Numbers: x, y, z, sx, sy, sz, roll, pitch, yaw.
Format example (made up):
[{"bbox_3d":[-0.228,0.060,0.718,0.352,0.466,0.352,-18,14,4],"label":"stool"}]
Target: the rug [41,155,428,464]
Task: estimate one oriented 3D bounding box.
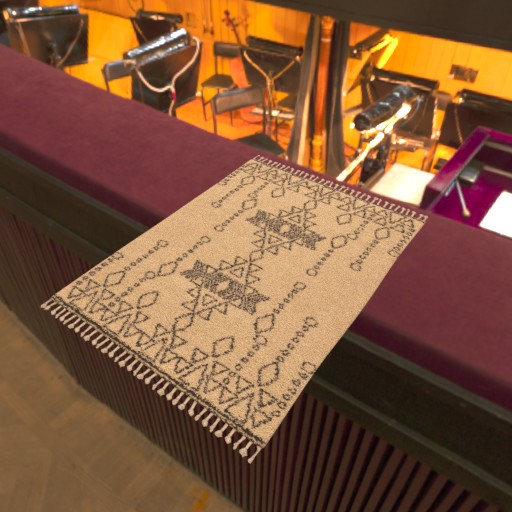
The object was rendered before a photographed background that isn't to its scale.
[{"bbox_3d":[0.000,0.000,3.994,2.125,0.028,3.027,26,48,26],"label":"rug"}]
